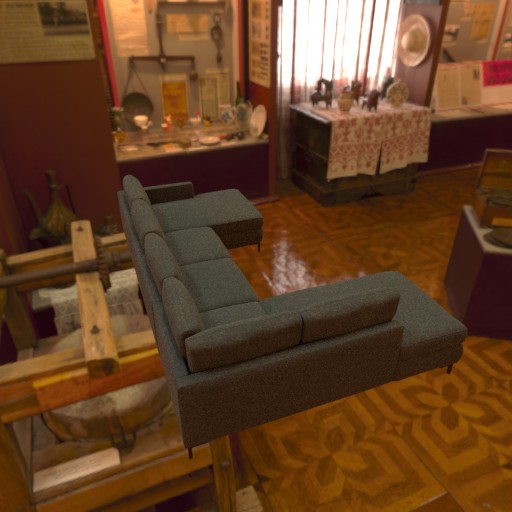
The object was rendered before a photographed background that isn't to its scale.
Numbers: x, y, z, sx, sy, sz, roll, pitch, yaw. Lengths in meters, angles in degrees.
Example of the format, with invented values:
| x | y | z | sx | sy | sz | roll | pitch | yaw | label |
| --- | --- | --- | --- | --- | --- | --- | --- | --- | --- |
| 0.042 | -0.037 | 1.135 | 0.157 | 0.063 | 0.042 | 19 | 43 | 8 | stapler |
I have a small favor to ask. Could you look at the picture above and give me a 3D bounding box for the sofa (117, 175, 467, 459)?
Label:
| x | y | z | sx | sy | sz | roll | pitch | yaw | label |
| --- | --- | --- | --- | --- | --- | --- | --- | --- | --- |
| 0.000 | 0.000 | 3.879 | 2.007 | 0.813 | 2.956 | -11 | 32 | -18 | sofa |
